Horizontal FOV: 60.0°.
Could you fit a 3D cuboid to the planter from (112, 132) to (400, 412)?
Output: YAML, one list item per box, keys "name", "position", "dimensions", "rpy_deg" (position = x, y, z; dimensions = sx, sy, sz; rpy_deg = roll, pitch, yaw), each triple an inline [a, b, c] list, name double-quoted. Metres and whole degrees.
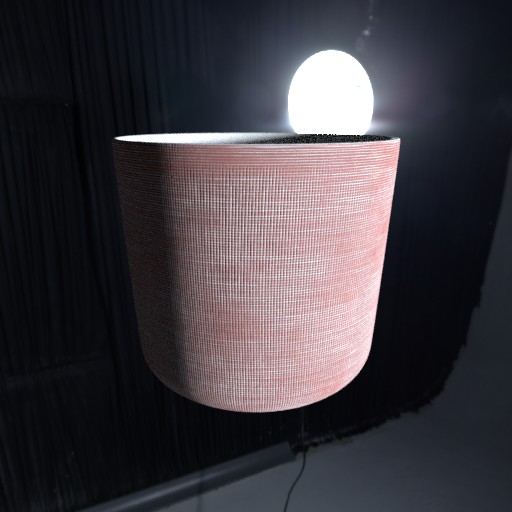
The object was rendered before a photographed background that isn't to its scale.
- name: "planter"
  position: [0.000, 0.000, 0.766]
  dimensions: [0.440, 0.398, 0.440]
  rpy_deg: [0, 17, 0]
